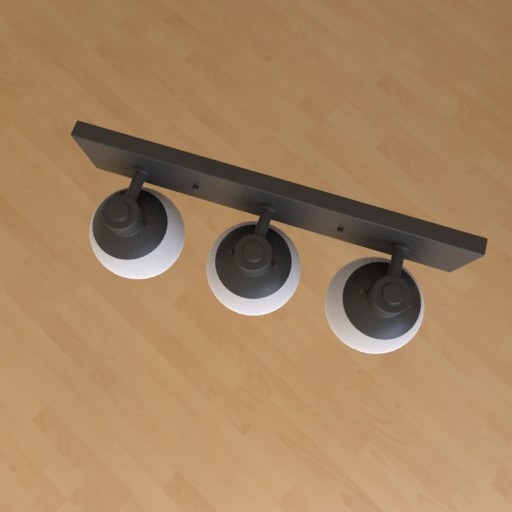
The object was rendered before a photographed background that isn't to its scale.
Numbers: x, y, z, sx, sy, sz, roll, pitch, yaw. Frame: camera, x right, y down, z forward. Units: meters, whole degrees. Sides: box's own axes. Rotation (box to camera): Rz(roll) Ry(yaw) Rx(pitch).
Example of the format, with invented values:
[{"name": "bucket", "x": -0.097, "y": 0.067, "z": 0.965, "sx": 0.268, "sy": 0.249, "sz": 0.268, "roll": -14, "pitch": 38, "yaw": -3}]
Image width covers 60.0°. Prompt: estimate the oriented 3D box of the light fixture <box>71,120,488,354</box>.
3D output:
[{"name": "light fixture", "x": 0.000, "y": 0.000, "z": 0.846, "sx": 0.721, "sy": 0.263, "sz": 0.218, "roll": 17, "pitch": 76, "yaw": 4}]
